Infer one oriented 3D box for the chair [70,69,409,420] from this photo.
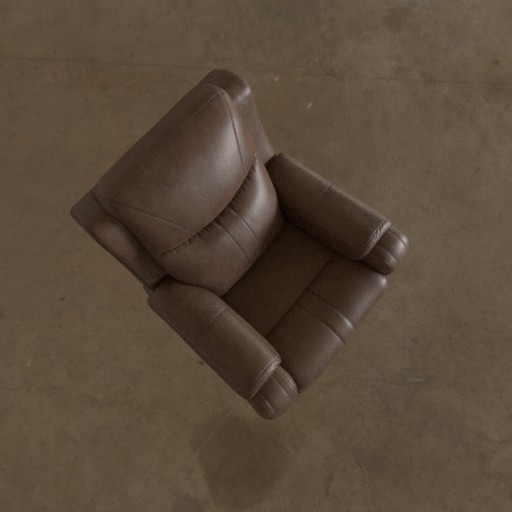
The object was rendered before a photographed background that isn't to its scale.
[{"bbox_3d":[0.000,0.000,1.840,1.067,0.990,0.940,39,78,10],"label":"chair"}]
